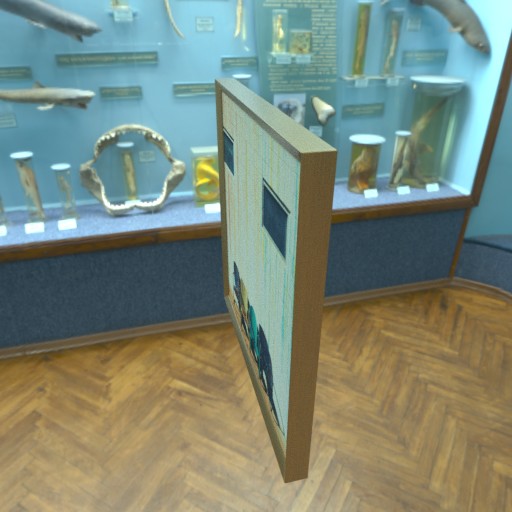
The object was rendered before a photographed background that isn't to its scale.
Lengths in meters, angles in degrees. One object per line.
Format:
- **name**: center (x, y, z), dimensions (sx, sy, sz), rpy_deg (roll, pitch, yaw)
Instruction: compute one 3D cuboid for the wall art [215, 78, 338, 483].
- **wall art**: center (0.000, 0.000, 0.760), dimensions (0.037, 0.505, 0.505), rpy_deg (-7, 30, -12)
